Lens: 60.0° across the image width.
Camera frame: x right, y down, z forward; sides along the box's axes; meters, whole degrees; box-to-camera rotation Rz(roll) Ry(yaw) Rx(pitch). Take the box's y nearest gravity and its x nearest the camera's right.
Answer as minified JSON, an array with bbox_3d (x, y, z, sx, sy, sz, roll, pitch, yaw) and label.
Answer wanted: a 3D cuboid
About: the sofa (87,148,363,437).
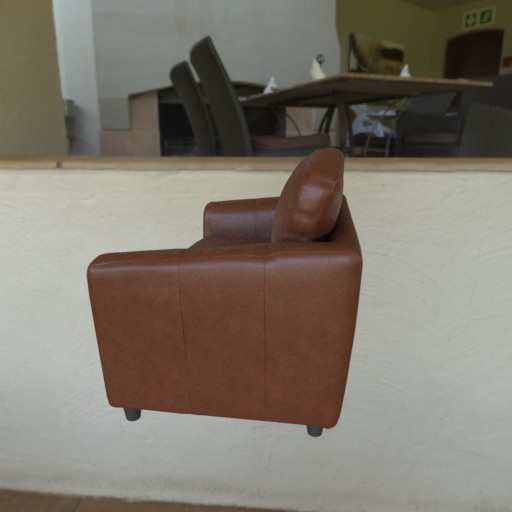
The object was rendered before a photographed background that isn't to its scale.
[{"bbox_3d":[0.000,0.000,1.915,0.805,0.906,1.406,2,14,9],"label":"sofa"}]
